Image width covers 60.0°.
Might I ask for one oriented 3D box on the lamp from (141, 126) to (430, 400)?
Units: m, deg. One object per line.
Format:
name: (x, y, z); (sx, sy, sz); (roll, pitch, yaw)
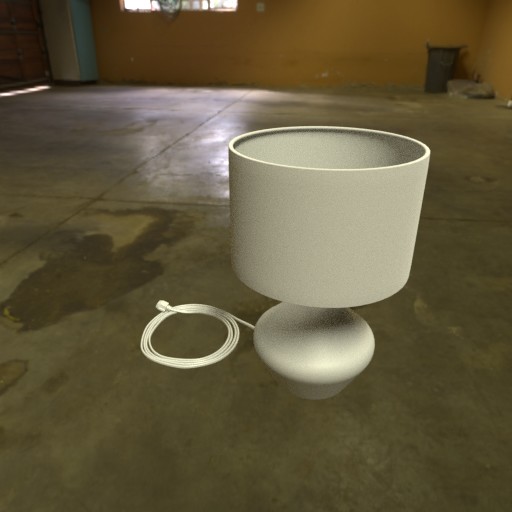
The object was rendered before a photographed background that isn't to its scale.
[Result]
lamp: (0.000, 0.000, 0.851); (0.401, 0.457, 0.546); (-18, 31, -32)
